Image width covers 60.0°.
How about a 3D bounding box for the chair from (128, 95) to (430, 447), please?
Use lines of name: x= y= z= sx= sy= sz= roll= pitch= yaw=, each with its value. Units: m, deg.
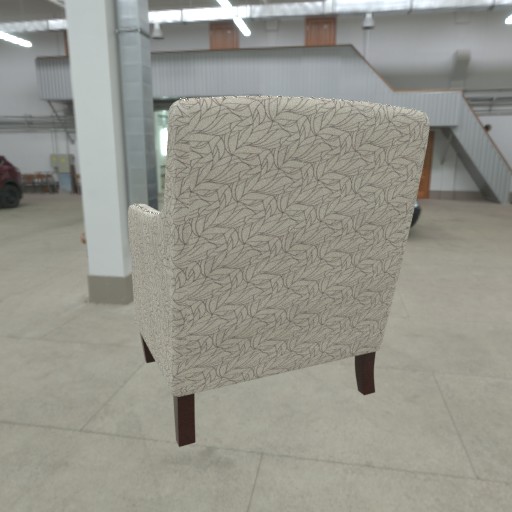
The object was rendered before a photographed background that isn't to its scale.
chair: x=0.000 y=0.000 z=1.293 sx=0.623 sy=0.816 sz=0.651 roll=-6 pitch=14 yaw=-24
